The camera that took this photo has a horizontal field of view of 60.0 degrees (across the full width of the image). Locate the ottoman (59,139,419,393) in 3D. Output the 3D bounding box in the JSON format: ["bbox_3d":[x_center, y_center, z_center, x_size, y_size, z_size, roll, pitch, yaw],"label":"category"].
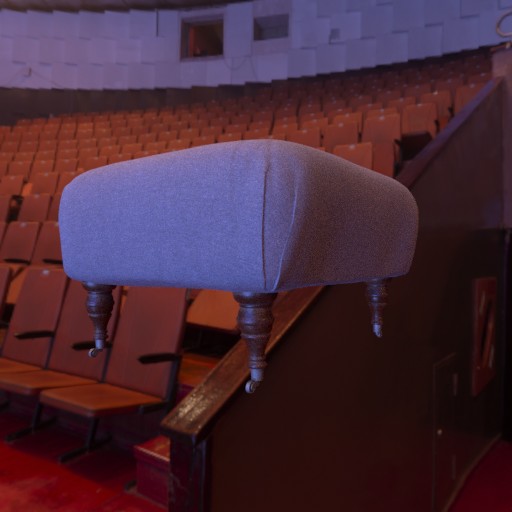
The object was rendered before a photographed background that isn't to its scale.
[{"bbox_3d":[0.000,0.000,1.102,0.622,0.450,0.747,0,0,36],"label":"ottoman"}]
